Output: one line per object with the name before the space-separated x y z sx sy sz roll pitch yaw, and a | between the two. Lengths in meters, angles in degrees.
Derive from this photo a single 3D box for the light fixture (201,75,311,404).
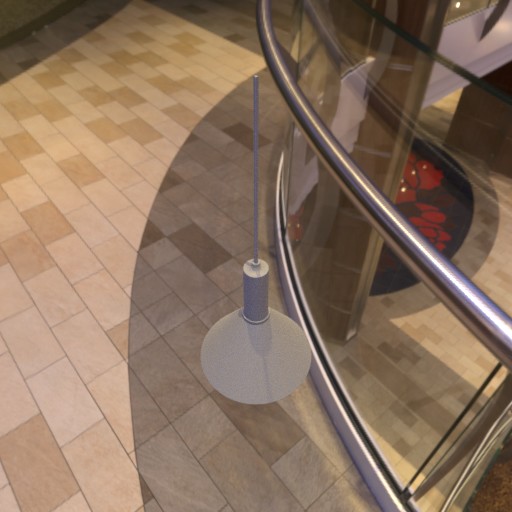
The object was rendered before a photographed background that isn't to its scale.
light fixture | 0.000 0.000 0.834 0.267 0.683 0.267 3 46 3
